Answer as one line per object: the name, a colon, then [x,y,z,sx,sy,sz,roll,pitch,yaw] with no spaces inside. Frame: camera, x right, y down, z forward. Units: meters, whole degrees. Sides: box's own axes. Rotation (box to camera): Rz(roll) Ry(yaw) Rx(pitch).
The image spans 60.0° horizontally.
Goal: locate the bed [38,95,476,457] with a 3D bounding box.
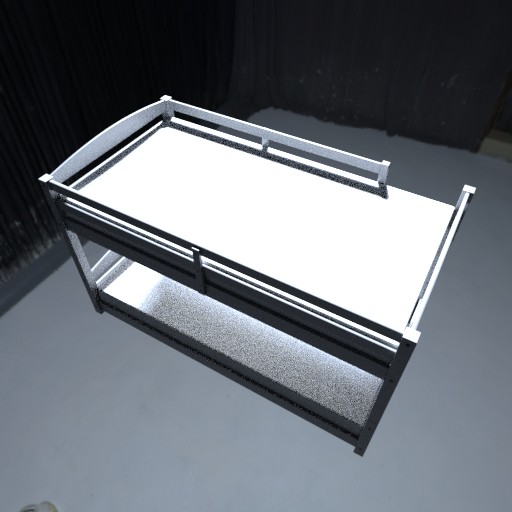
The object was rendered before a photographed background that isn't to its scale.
bed: [0.000,0.000,2.716,2.013,1.206,1.105,23,50,20]
